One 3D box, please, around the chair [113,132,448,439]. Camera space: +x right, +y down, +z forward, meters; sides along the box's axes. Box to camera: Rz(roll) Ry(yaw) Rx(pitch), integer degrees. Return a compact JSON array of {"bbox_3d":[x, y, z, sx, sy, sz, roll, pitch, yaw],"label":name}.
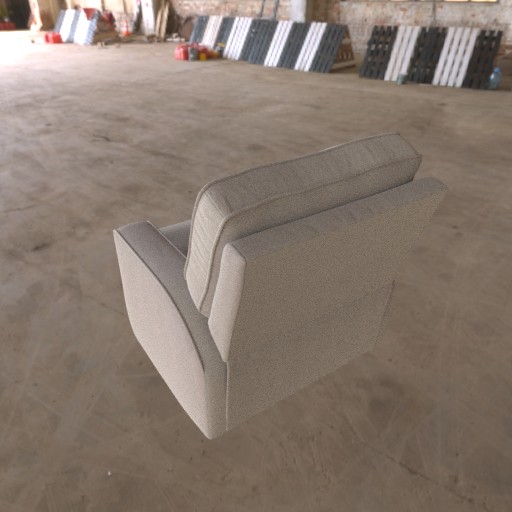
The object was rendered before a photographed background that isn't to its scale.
[{"bbox_3d":[0.000,0.000,1.665,0.861,0.964,0.969,-20,37,-29],"label":"chair"}]
